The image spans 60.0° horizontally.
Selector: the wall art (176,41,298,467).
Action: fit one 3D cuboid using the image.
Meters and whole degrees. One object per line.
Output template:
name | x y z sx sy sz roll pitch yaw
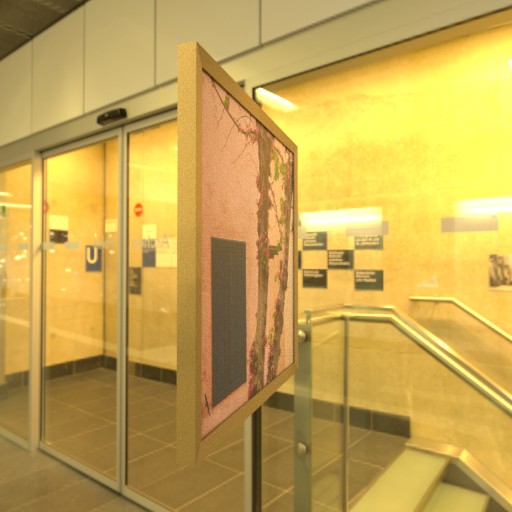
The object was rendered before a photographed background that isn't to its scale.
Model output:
wall art | 0.000 0.000 1.158 0.038 0.762 0.762 0 -1 19
